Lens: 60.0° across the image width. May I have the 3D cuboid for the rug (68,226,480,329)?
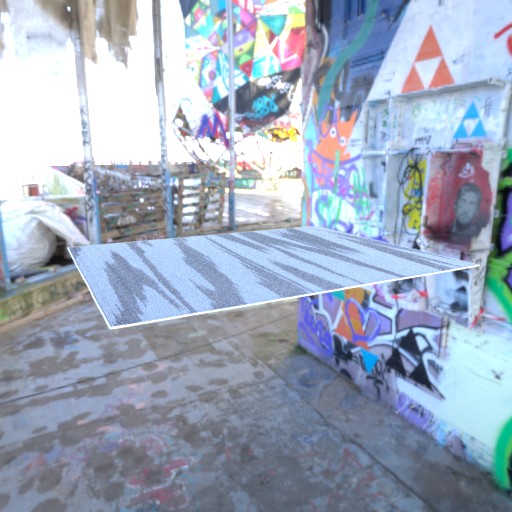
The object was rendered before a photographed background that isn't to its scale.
[{"bbox_3d":[0.000,0.000,3.985,2.945,0.014,2.353,-7,14,-27],"label":"rug"}]
